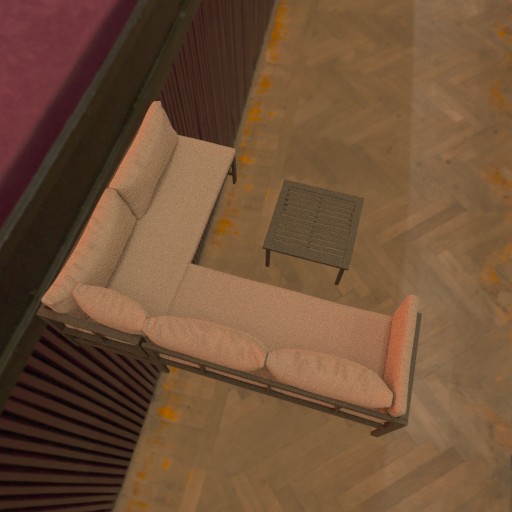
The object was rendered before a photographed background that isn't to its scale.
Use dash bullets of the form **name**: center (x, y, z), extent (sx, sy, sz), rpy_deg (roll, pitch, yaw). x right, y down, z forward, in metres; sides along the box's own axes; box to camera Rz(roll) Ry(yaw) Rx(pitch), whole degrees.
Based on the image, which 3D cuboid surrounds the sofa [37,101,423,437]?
- **sofa**: center (0.000, 0.000, 2.949), extent (2.096, 0.758, 1.658), rpy_deg (15, 64, 7)
